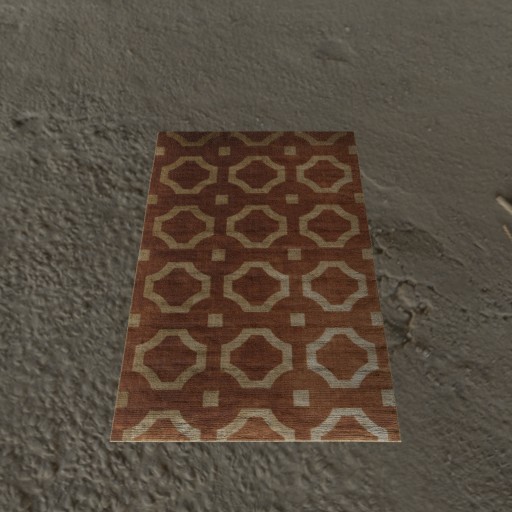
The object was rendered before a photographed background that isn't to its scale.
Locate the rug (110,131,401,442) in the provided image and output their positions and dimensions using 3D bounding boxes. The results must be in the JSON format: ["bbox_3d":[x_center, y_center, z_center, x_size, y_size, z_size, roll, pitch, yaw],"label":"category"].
[{"bbox_3d":[0.000,0.000,2.932,1.555,0.016,2.286,0,60,0],"label":"rug"}]
